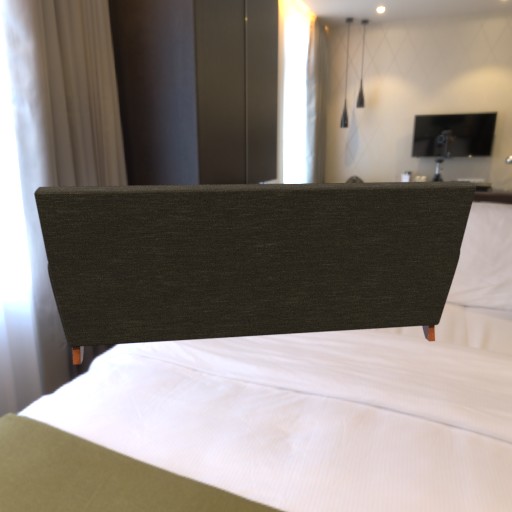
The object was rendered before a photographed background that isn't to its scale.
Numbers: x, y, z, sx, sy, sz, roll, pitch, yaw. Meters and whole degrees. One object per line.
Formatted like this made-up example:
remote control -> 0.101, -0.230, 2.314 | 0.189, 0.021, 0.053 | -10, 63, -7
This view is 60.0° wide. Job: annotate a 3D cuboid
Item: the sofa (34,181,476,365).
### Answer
sofa -> 0.000, 0.000, 2.402 | 1.976, 0.846, 0.875 | -2, 15, -8
